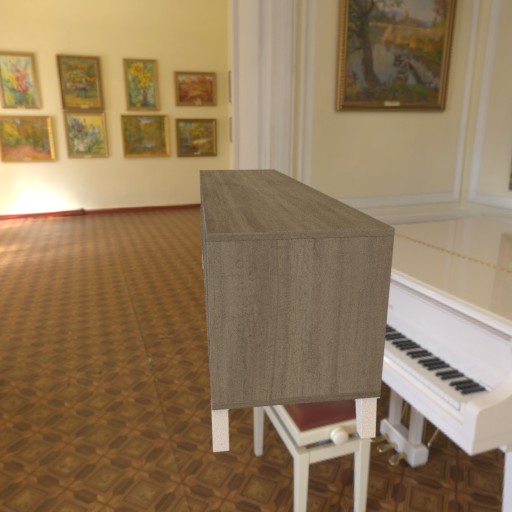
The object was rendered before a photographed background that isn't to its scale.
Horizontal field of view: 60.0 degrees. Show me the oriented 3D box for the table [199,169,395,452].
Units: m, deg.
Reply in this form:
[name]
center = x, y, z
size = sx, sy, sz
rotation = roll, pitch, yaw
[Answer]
[table]
center = 0.000, 0.000, 1.707
size = 0.400, 0.530, 1.500
rotation = -2, 16, -7
